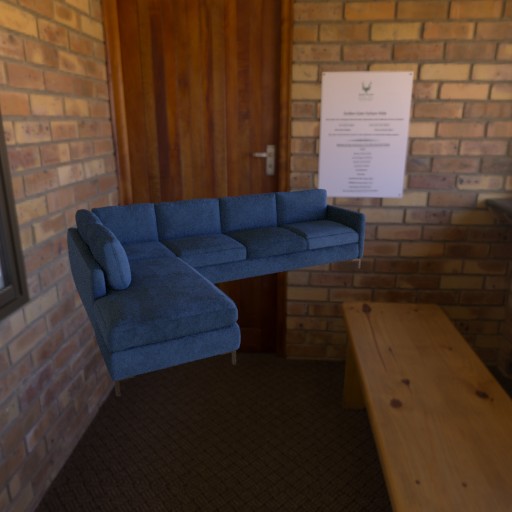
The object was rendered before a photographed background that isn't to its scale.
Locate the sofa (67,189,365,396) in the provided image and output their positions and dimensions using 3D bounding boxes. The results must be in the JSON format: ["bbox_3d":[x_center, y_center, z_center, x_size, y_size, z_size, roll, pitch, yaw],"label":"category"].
[{"bbox_3d":[0.000,0.000,3.948,2.949,0.815,2.007,-9,19,-27],"label":"sofa"}]
